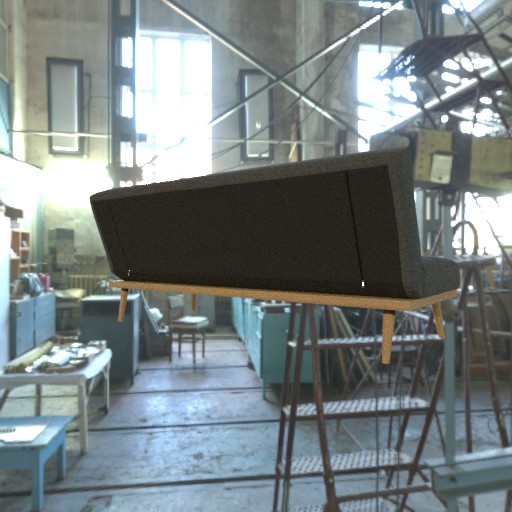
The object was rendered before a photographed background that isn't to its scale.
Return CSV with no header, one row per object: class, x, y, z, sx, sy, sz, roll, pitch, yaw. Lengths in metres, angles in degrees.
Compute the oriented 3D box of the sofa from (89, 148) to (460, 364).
sofa,0.000,0.000,2.304,1.820,0.770,0.820,0,1,37
